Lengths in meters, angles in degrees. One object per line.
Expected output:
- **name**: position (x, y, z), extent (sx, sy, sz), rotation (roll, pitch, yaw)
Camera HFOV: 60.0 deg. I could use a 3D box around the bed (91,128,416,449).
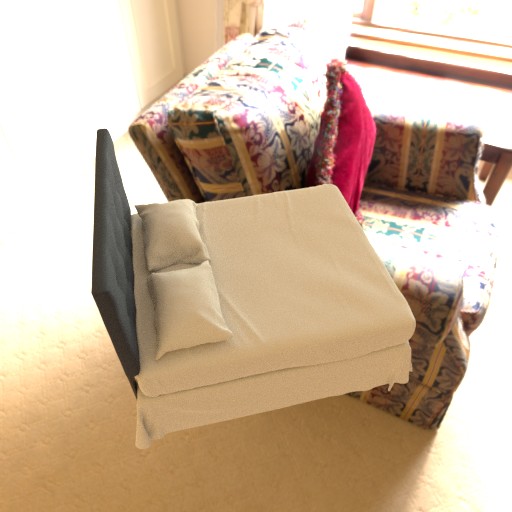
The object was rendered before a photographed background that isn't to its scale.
- **bed**: position (0.000, 0.000, 3.451), extent (2.222, 1.577, 1.936), rotation (-10, 47, -9)
